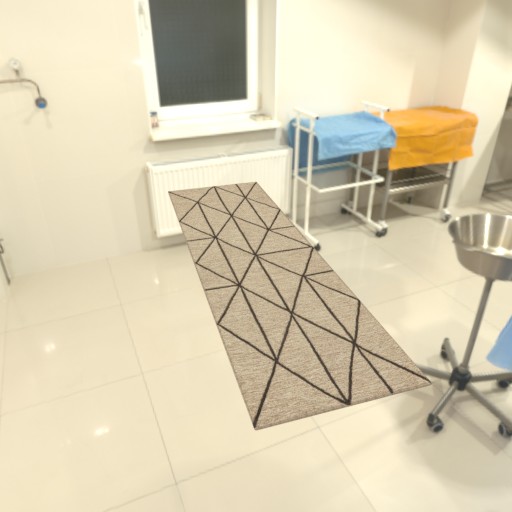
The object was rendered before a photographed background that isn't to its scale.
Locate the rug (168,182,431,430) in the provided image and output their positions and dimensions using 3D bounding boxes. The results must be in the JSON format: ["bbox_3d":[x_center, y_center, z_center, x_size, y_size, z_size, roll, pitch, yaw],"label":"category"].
[{"bbox_3d":[0.000,0.000,2.731,0.762,0.012,2.438,-9,31,-15],"label":"rug"}]
